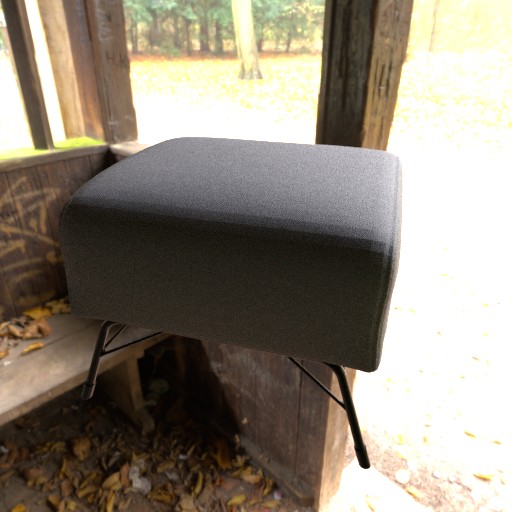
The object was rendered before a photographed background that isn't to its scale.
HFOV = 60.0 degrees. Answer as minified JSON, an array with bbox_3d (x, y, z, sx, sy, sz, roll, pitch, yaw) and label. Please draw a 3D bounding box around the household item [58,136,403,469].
[{"bbox_3d":[0.000,0.000,0.887,0.530,0.410,0.530,8,29,14],"label":"household item"}]
